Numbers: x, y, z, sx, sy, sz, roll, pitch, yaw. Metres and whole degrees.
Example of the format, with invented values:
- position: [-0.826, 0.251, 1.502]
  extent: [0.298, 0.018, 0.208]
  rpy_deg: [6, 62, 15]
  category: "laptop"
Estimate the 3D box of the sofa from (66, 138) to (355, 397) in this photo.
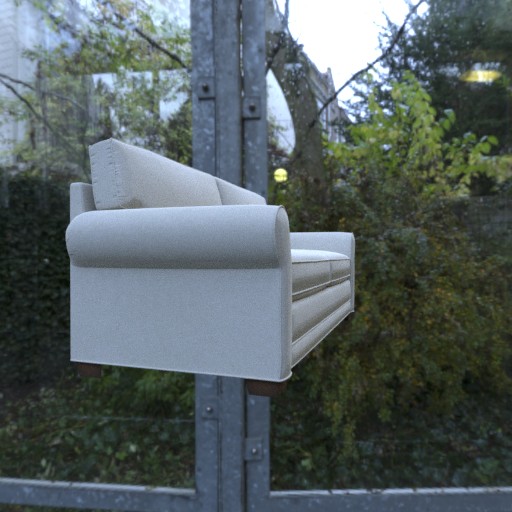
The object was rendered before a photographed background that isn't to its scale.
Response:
- position: [0.000, 0.000, 2.565]
  extent: [0.901, 0.962, 2.146]
  rpy_deg: [0, 0, 19]
  category: "sofa"
